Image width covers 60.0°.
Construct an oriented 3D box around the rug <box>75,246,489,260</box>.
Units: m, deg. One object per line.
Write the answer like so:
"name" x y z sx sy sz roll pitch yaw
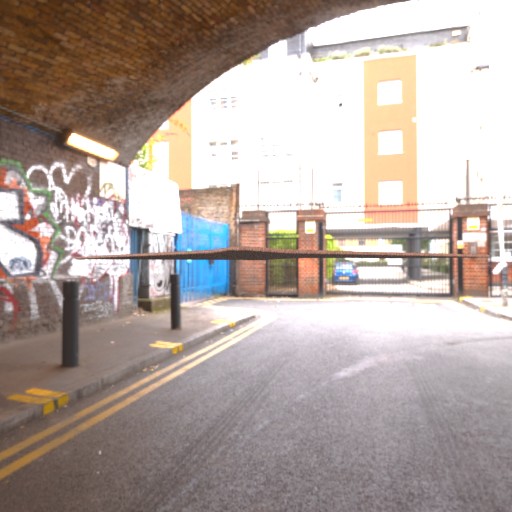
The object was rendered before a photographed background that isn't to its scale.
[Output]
"rug" 0.000 0.000 4.069 2.453 0.043 3.052 1 -1 -36
